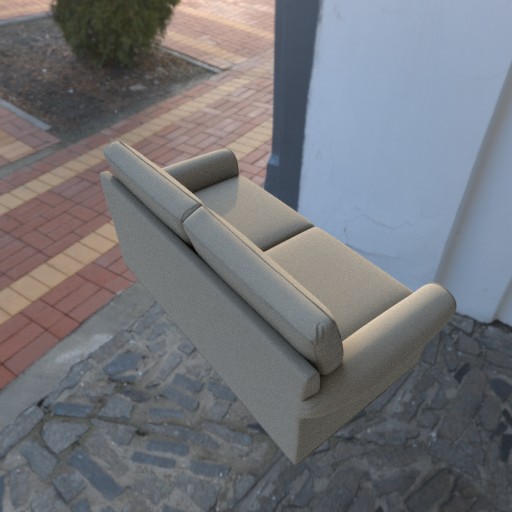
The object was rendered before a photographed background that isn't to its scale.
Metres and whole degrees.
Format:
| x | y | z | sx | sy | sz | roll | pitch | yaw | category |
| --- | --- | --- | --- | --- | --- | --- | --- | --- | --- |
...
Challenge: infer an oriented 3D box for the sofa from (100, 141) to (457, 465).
| x | y | z | sx | sy | sz | roll | pitch | yaw | category |
| --- | --- | --- | --- | --- | --- | --- | --- | --- | --- |
| 0.000 | 0.000 | 2.435 | 0.940 | 0.952 | 1.930 | -27 | 48 | -28 | sofa |
